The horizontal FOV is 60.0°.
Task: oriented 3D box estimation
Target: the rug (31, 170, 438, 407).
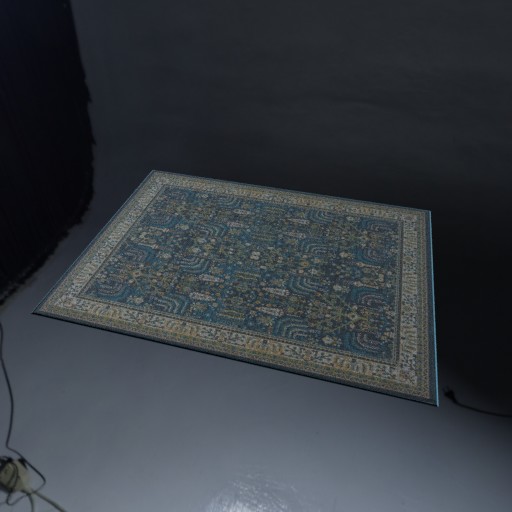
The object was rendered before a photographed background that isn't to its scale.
[{"bbox_3d":[0.000,0.000,3.965,3.044,0.015,2.226,10,43,11],"label":"rug"}]
